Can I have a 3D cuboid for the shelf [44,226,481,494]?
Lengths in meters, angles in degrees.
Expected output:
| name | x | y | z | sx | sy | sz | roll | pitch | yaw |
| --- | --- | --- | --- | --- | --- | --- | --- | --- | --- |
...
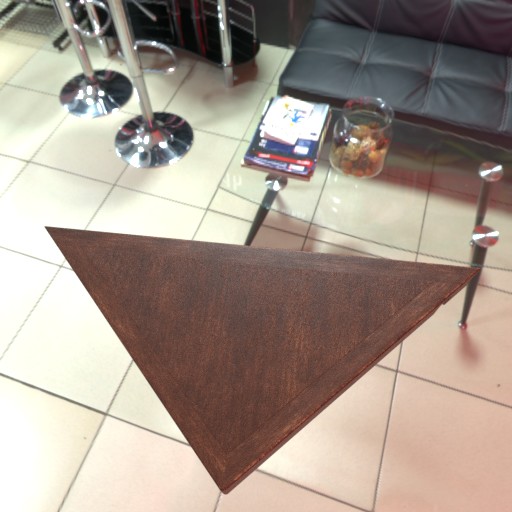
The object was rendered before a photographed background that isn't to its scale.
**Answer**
| name | x | y | z | sx | sy | sz | roll | pitch | yaw |
| --- | --- | --- | --- | --- | --- | --- | --- | --- | --- |
| shelf | 0.000 | 0.000 | 0.436 | 0.296 | 0.035 | 0.296 | -34 | 64 | -19 |
